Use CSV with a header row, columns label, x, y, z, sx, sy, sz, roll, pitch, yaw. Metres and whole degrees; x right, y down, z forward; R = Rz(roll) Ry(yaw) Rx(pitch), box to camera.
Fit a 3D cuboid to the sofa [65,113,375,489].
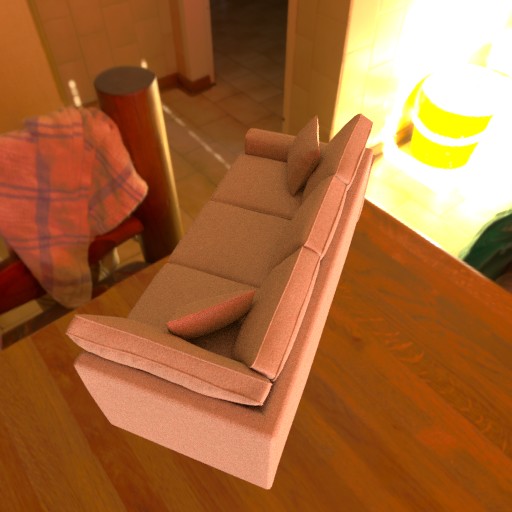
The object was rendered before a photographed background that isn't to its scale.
label,x,y,z,sx,sy,sz,roll,pitch,yaw
sofa,0.000,0.000,2.830,1.061,0.962,2.317,16,50,14
